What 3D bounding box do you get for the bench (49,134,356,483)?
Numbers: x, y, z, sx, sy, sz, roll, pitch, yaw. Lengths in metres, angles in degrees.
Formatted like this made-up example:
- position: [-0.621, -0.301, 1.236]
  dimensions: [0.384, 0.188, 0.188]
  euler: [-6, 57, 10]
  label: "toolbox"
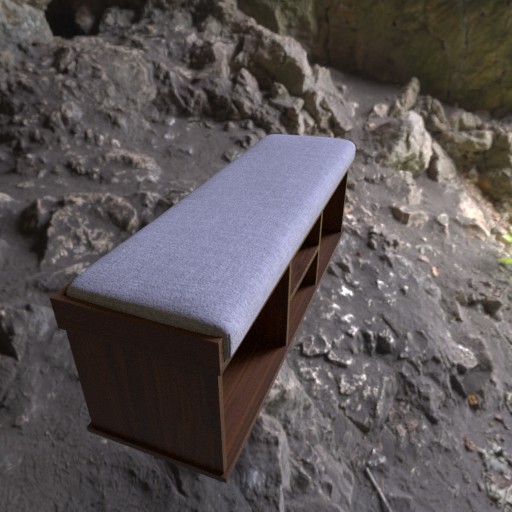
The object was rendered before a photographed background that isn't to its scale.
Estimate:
- position: [0.000, 0.000, 1.355]
  dimensions: [0.367, 0.468, 1.196]
  euler: [11, 32, 18]
  label: "bench"
